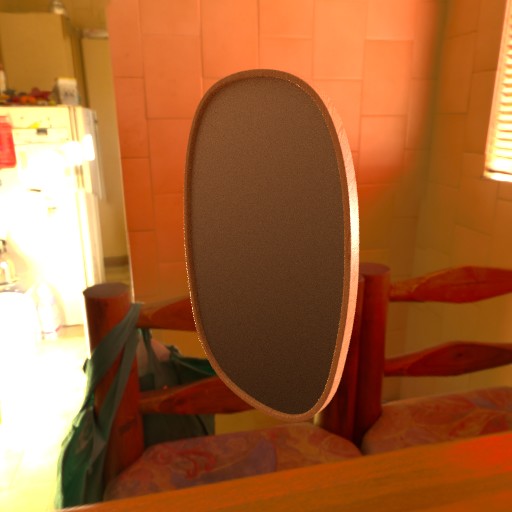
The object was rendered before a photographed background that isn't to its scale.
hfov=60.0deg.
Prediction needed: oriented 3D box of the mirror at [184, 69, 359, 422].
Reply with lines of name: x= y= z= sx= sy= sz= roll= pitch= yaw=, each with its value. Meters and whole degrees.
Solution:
mirror: x=0.000 y=0.000 z=1.381 sx=0.037 sy=1.075 sz=0.724 roll=-15 pitch=23 yaw=-41
